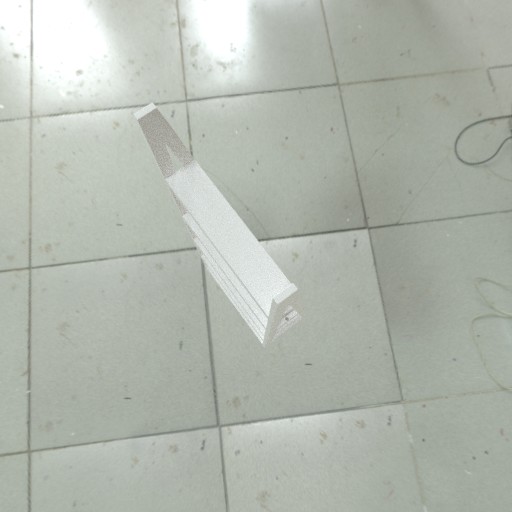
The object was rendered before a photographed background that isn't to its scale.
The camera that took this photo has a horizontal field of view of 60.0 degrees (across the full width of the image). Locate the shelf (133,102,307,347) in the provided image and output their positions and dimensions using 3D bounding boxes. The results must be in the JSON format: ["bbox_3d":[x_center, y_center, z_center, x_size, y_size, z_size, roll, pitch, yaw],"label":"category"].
[{"bbox_3d":[0.000,0.000,1.994,0.341,1.779,0.636,-36,78,-9],"label":"shelf"}]
